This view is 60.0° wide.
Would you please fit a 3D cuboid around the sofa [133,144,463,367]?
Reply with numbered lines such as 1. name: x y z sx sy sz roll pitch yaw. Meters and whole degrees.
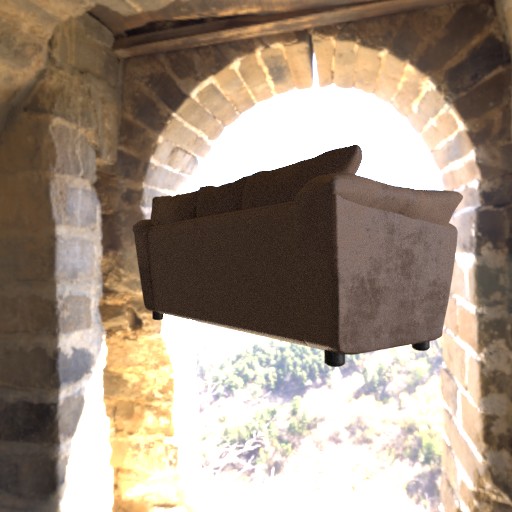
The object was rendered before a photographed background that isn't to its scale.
1. sofa: 0.000 0.000 2.872 0.893 0.981 2.377 1 -1 -35
